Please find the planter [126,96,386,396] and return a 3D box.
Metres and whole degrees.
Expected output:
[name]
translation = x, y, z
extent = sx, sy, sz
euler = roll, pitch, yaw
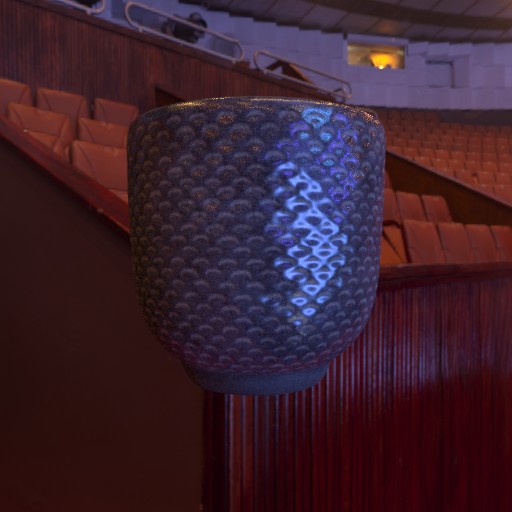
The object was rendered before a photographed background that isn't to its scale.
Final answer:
[planter]
translation = 0.000, 0.000, 0.353
extent = 0.197, 0.191, 0.197
euler = 0, 2, 0
